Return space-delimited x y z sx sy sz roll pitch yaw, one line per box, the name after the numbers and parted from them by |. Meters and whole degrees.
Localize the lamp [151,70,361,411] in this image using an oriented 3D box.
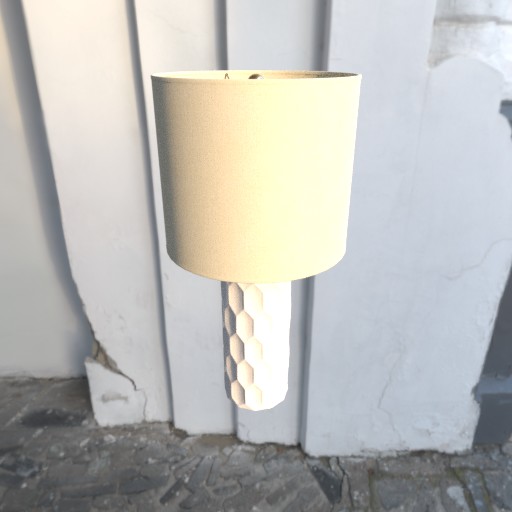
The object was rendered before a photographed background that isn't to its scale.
0.000 0.000 0.705 0.277 0.537 0.277 8 26 16 | lamp
